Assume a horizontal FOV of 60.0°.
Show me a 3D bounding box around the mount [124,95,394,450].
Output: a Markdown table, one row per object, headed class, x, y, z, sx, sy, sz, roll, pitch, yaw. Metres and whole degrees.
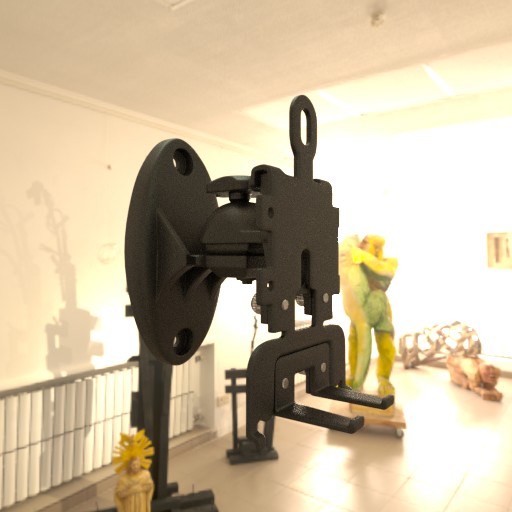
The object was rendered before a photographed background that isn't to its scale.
| class | x | y | z | sx | sy | sz | roll | pitch | yaw |
| --- | --- | --- | --- | --- | --- | --- | --- | --- | --- |
| mount | 0.000 | 0.000 | 0.177 | 0.100 | 0.118 | 0.066 | 0 | 0 | 37 |
